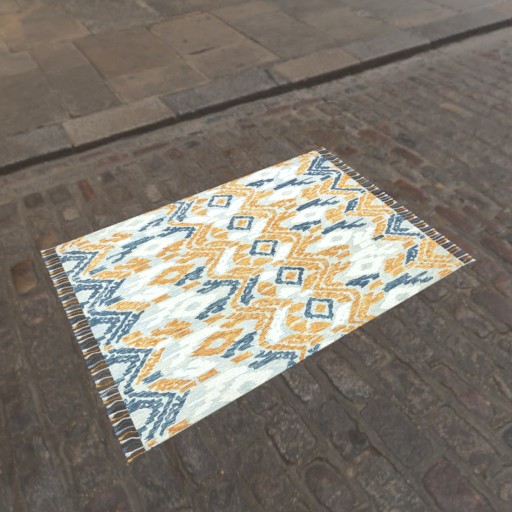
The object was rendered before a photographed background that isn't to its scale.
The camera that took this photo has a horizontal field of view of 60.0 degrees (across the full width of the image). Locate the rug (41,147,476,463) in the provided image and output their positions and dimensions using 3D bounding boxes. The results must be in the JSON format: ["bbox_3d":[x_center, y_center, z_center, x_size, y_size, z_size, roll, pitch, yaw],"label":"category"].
[{"bbox_3d":[0.000,0.000,2.233,1.827,0.008,1.230,-24,51,-22],"label":"rug"}]
